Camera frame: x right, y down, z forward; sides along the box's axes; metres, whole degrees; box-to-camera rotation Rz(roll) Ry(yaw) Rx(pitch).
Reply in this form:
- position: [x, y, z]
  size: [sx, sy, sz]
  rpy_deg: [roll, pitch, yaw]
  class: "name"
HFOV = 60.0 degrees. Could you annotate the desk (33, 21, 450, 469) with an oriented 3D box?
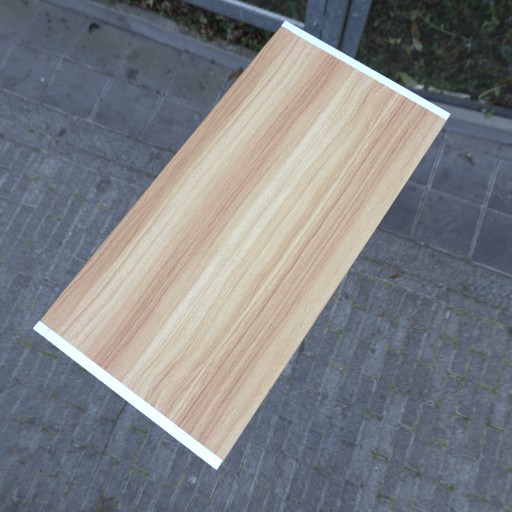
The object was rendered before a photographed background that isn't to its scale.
- position: [0.000, 0.000, 1.424]
  size: [0.508, 0.762, 1.016]
  rpy_deg: [34, 77, 9]
  class: "desk"
